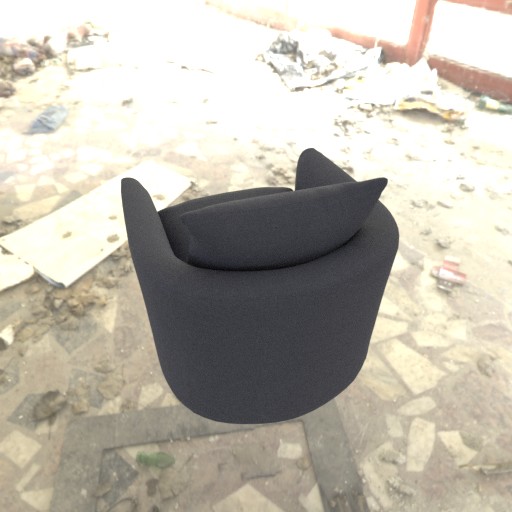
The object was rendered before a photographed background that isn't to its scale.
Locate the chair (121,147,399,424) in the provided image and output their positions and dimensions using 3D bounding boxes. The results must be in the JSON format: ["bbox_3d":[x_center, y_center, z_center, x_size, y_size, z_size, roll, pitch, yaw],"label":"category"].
[{"bbox_3d":[0.000,0.000,1.604,0.845,0.848,0.910,-12,43,-13],"label":"chair"}]
